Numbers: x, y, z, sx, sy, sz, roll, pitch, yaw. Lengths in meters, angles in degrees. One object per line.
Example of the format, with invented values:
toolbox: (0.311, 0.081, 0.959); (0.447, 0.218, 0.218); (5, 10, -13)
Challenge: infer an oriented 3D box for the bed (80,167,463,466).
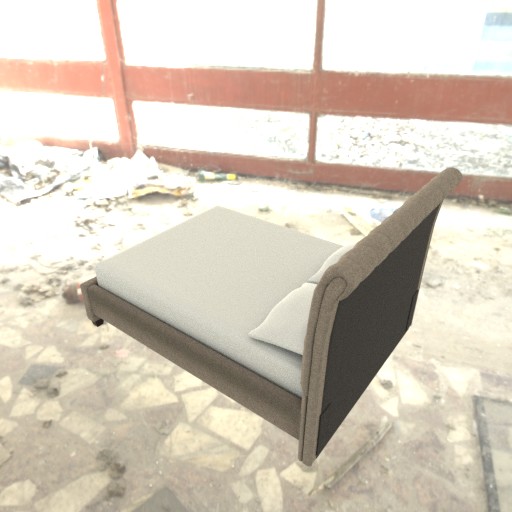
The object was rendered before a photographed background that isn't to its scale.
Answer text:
bed: (0.000, 0.000, 3.316); (2.252, 1.371, 1.645); (21, 36, 31)
